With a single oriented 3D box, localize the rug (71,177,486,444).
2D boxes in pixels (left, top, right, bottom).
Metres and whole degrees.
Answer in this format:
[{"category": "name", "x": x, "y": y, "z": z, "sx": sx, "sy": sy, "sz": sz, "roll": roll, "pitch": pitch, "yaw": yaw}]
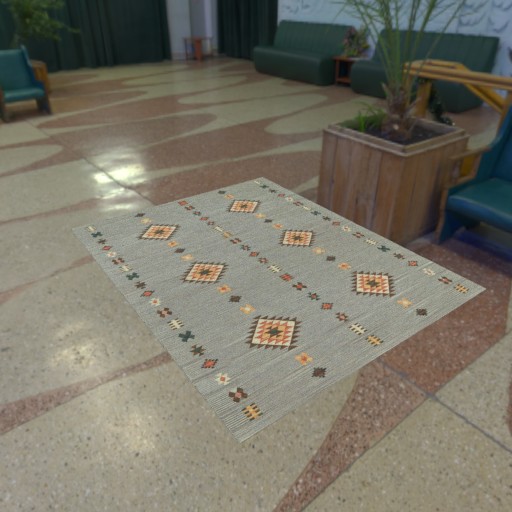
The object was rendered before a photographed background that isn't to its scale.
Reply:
[{"category": "rug", "x": 0.000, "y": 0.000, "z": 4.038, "sx": 2.425, "sy": 0.008, "sz": 3.035, "roll": -21, "pitch": 37, "yaw": -30}]
